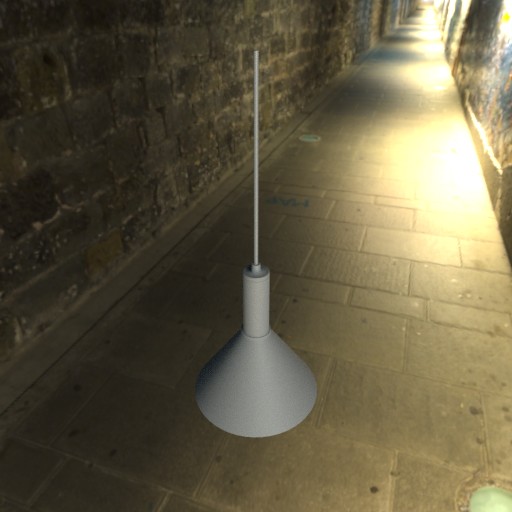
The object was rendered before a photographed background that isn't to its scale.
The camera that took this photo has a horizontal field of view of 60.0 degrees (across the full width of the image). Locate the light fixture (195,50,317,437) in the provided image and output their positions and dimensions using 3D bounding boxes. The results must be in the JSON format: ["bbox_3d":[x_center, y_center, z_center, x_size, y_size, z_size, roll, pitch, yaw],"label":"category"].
[{"bbox_3d":[0.000,0.000,0.808,0.267,0.683,0.267,19,36,29],"label":"light fixture"}]
